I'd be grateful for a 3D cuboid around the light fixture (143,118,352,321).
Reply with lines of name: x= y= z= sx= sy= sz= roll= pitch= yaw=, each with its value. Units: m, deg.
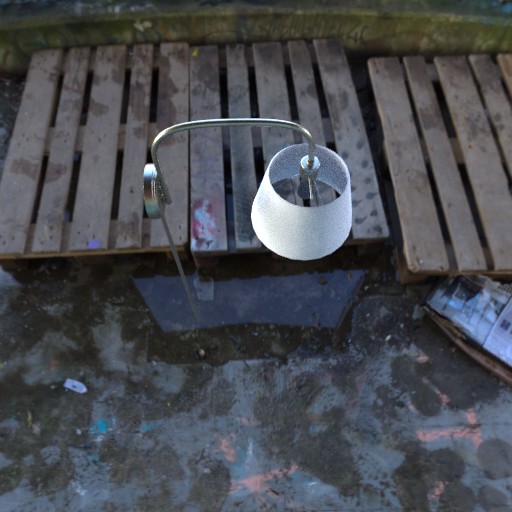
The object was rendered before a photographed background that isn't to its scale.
light fixture: x=0.000 y=0.000 z=0.476 sx=0.176 sy=0.399 sz=0.092 roll=-2 pitch=63 yaw=-1
